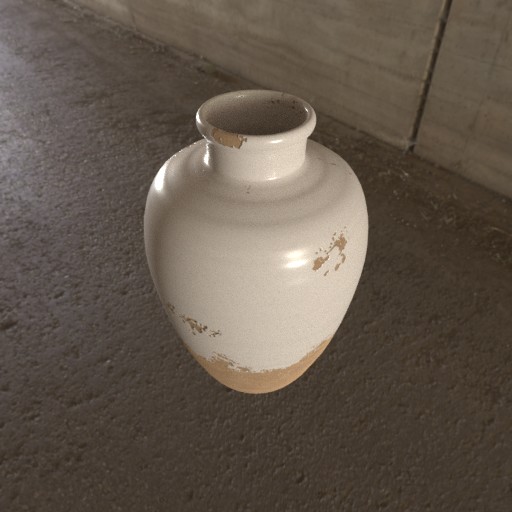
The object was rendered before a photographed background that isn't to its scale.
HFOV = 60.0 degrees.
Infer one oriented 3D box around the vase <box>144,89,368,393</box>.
[{"bbox_3d":[0.000,0.000,0.337,0.158,0.228,0.158,0,41,0],"label":"vase"}]
